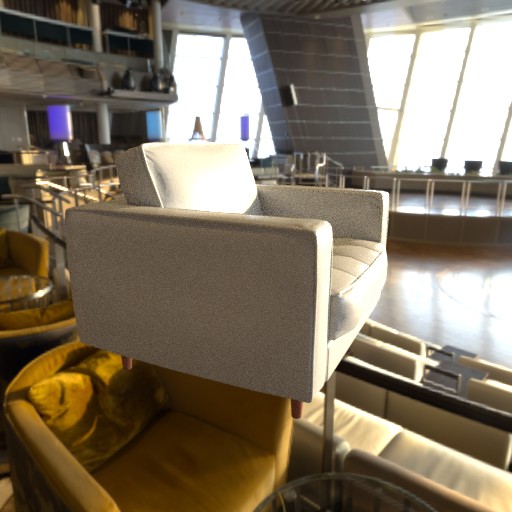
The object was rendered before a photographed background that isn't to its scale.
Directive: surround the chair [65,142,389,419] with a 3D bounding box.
[{"bbox_3d":[0.000,0.000,1.551,0.843,0.773,0.928,7,16,25],"label":"chair"}]
